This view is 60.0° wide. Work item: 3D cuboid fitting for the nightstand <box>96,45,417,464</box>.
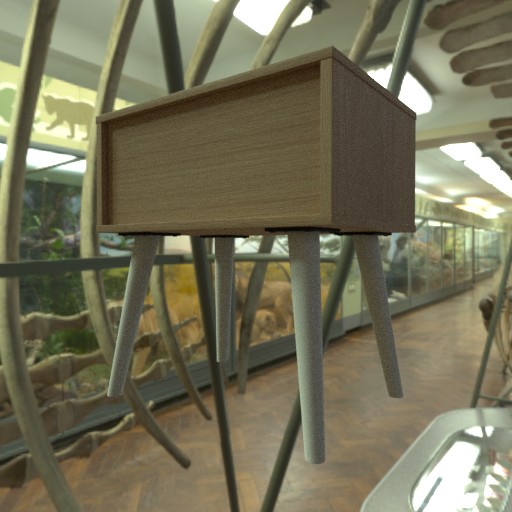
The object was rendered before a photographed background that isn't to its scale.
[{"bbox_3d":[0.000,0.000,0.967,0.571,0.610,0.407,1,1,37],"label":"nightstand"}]
